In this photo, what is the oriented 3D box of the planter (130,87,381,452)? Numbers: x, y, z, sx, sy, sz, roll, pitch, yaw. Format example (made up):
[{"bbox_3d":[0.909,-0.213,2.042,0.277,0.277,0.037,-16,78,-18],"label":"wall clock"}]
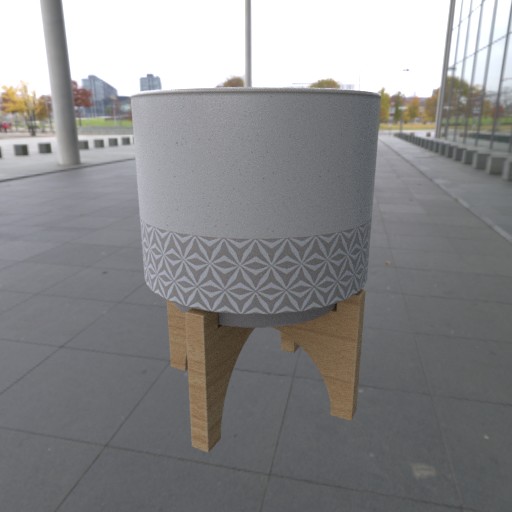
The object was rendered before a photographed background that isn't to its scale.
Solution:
[{"bbox_3d":[0.000,0.000,0.382,0.188,0.260,0.188,0,17,0],"label":"planter"}]
